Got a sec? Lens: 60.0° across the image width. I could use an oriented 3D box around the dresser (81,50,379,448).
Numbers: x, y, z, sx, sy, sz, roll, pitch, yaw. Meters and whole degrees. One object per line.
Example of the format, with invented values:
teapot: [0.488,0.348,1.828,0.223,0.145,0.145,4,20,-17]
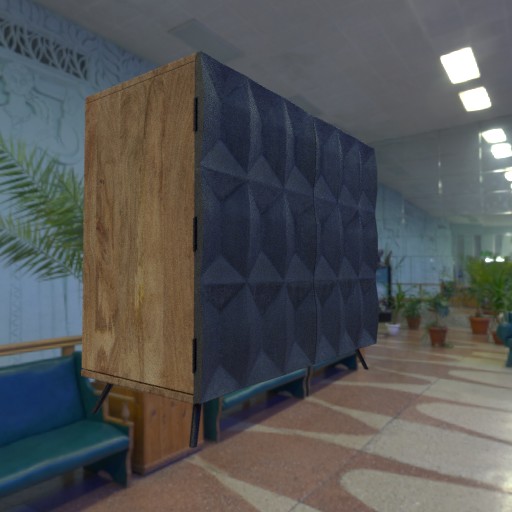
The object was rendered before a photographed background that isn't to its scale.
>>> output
dresser: [0.000,0.000,1.443,0.446,0.847,0.967,-1,-2,37]
